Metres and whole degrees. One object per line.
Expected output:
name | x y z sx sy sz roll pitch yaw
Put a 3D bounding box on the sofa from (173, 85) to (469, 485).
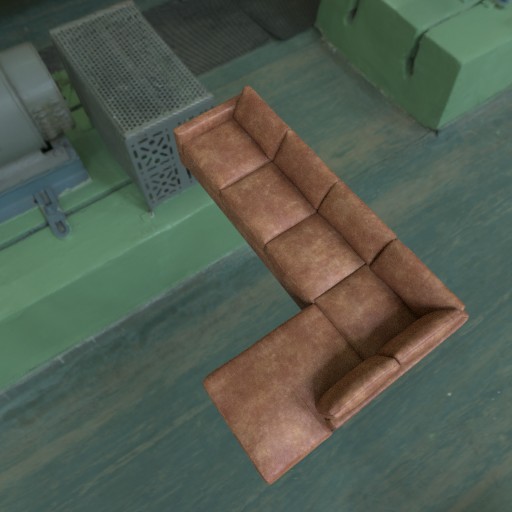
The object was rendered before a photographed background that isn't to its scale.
sofa | 0.000 0.000 3.837 1.938 0.877 2.984 -33 68 -15
